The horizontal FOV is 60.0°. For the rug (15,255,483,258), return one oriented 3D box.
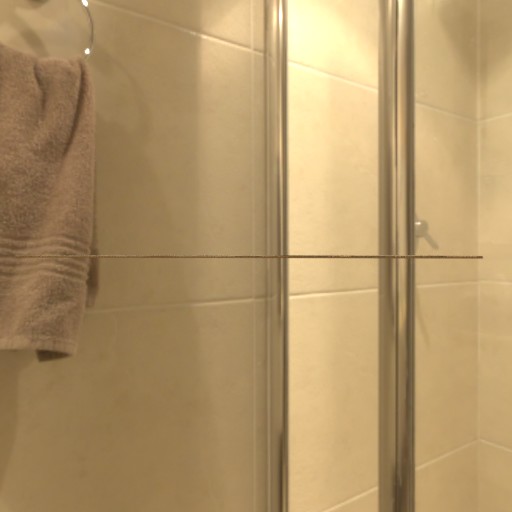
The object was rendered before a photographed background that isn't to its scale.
[{"bbox_3d":[0.000,0.000,2.911,2.436,0.015,1.521,0,0,17],"label":"rug"}]
